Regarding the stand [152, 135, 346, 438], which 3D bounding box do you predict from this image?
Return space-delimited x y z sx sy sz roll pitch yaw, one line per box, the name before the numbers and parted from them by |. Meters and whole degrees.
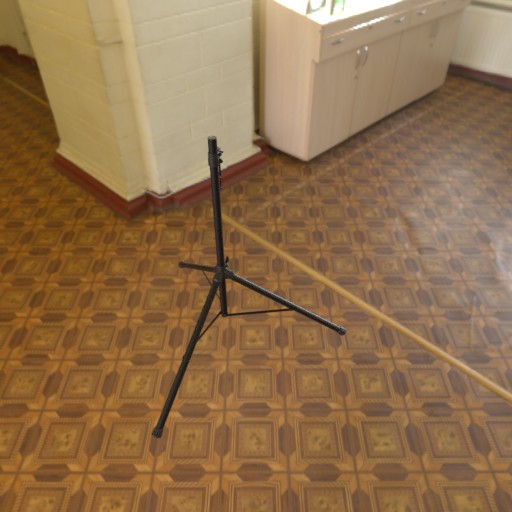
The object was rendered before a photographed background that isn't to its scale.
stand | 0.000 0.000 2.783 1.339 1.595 1.596 0 41 0
